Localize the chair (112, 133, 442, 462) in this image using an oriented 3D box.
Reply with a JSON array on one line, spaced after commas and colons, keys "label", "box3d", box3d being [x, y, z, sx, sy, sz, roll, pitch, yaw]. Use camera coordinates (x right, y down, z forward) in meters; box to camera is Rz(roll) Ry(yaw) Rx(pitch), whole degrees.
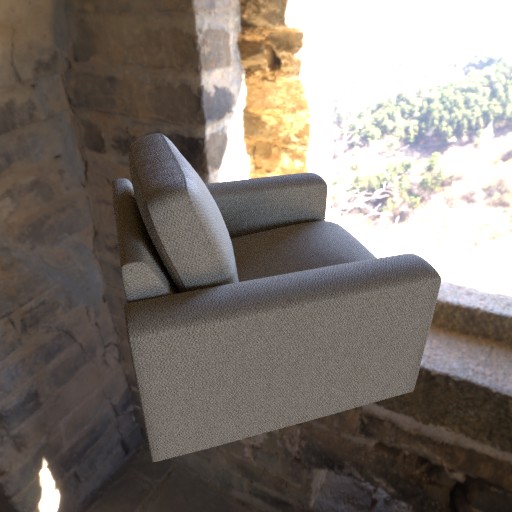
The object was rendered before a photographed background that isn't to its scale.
[{"label": "chair", "box3d": [0.000, 0.000, 1.747, 1.016, 0.873, 1.005, -9, 32, -15]}]
